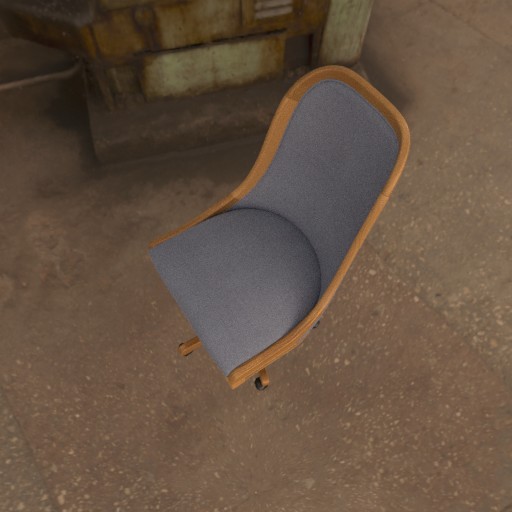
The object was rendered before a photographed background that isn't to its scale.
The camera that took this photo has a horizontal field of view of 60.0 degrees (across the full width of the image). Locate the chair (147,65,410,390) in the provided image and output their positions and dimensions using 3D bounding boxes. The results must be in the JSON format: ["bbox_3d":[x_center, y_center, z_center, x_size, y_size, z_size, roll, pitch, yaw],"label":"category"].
[{"bbox_3d":[0.000,0.000,1.475,0.735,1.031,0.605,-31,66,-15],"label":"chair"}]
